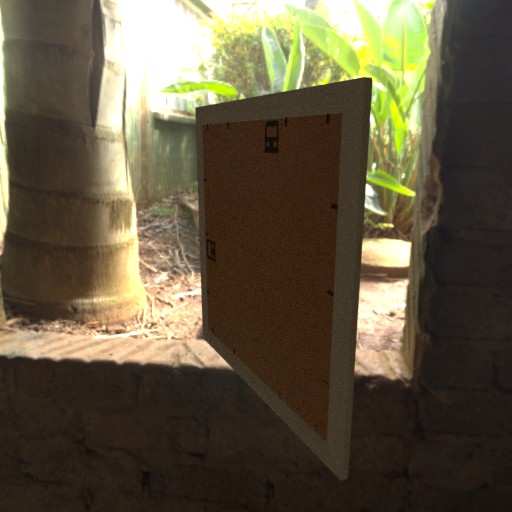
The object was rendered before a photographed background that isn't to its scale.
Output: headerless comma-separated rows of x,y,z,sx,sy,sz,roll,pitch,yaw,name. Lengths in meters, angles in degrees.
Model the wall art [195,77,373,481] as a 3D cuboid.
0.000,0.000,0.862,0.013,0.584,0.584,-8,16,-27,wall art
